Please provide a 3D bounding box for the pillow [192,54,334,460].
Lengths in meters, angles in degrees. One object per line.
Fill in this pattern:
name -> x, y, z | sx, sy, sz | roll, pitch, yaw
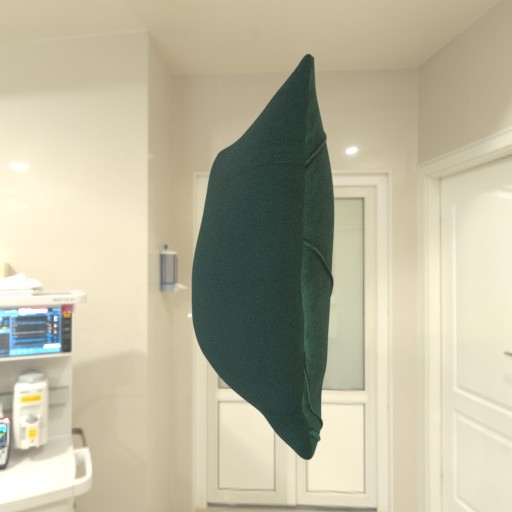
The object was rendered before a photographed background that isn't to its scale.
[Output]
pillow -> 0.000, 0.000, 0.680 | 0.184, 0.440, 0.439 | 0, -1, -17
